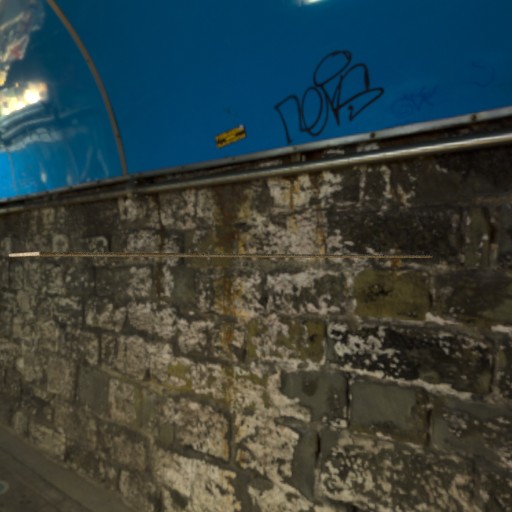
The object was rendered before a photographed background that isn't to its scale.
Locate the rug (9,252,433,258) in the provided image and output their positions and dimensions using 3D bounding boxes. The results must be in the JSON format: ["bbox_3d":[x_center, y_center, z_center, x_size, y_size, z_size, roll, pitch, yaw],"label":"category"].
[{"bbox_3d":[0.000,0.000,2.420,2.289,0.013,0.691,0,-1,-36],"label":"rug"}]
